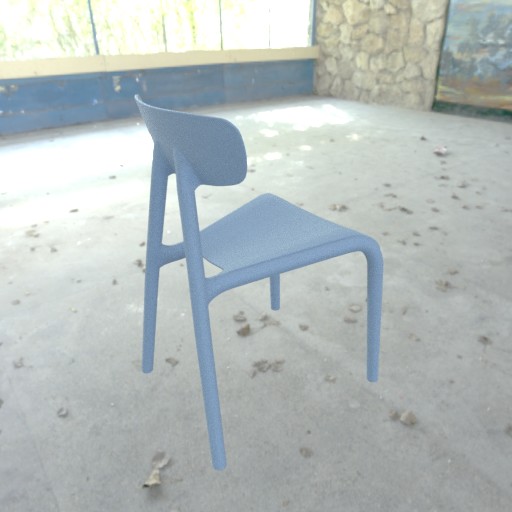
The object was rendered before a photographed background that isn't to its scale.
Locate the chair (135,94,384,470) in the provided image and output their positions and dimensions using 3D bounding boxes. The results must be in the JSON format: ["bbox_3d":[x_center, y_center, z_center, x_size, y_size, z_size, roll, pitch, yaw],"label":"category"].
[{"bbox_3d":[0.000,0.000,0.839,0.401,0.580,0.356,-19,33,-32],"label":"chair"}]
